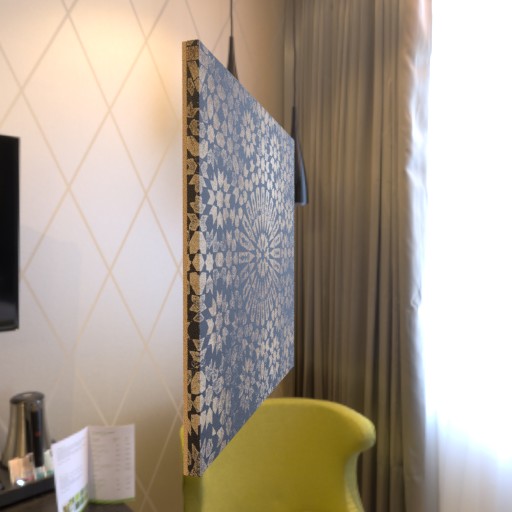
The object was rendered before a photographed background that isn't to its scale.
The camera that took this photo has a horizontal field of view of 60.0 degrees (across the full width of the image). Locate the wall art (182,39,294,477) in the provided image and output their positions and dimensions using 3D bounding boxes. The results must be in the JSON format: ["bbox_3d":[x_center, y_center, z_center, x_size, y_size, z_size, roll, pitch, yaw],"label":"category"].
[{"bbox_3d":[0.000,0.000,1.361,0.038,0.914,0.914,0,1,17],"label":"wall art"}]
